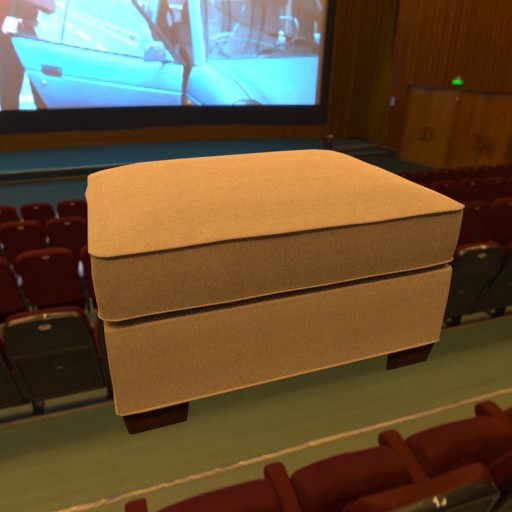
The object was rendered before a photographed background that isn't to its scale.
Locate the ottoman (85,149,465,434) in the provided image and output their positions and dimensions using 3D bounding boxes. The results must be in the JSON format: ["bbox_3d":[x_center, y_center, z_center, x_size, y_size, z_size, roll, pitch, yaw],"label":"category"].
[{"bbox_3d":[0.000,0.000,1.246,0.846,0.503,0.617,-8,27,-17],"label":"ottoman"}]
